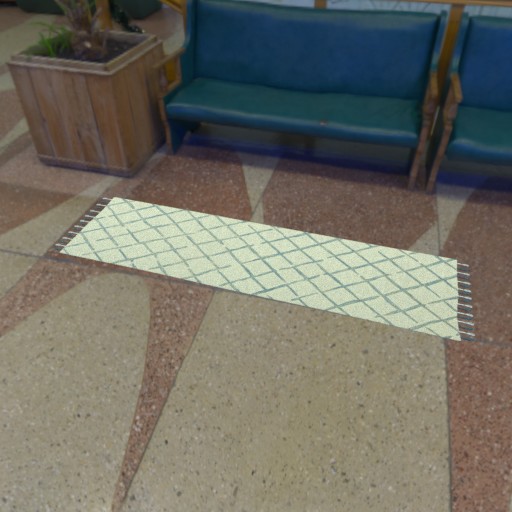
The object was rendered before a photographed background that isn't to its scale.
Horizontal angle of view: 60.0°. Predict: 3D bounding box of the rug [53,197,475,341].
[{"bbox_3d":[0.000,0.000,2.592,2.372,0.008,0.620,11,42,13],"label":"rug"}]
